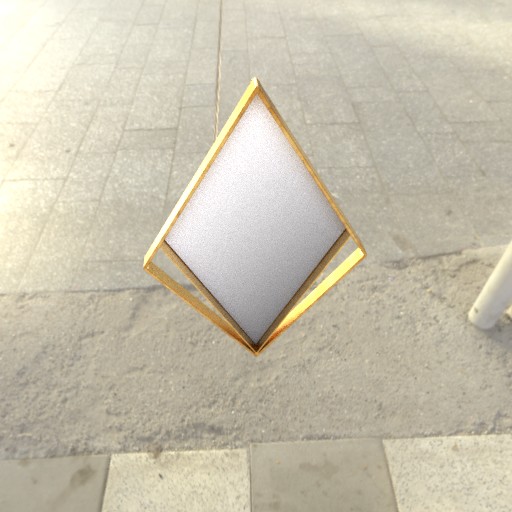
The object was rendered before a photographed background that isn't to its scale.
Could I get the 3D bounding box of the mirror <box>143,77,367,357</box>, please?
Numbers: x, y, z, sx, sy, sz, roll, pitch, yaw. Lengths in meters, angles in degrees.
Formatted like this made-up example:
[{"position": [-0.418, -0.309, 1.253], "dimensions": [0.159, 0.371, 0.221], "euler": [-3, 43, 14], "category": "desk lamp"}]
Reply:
[{"position": [0.000, 0.000, 0.838], "dimensions": [0.419, 0.679, 0.032], "euler": [-3, 47, -3], "category": "mirror"}]
